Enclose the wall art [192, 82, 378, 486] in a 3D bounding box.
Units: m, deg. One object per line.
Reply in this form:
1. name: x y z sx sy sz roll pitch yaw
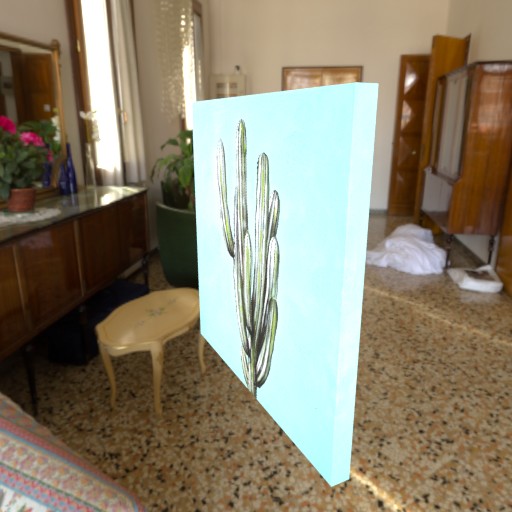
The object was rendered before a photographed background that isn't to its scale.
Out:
1. wall art: 0.000 0.000 0.885 0.036 0.603 0.603 -8 19 -26
